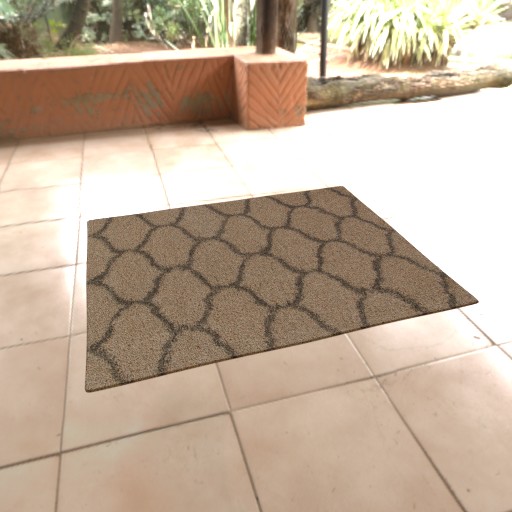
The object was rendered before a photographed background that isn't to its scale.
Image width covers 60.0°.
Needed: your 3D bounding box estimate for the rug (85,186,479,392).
[{"bbox_3d":[0.000,0.000,4.110,3.000,0.026,2.399,-10,34,-15],"label":"rug"}]
